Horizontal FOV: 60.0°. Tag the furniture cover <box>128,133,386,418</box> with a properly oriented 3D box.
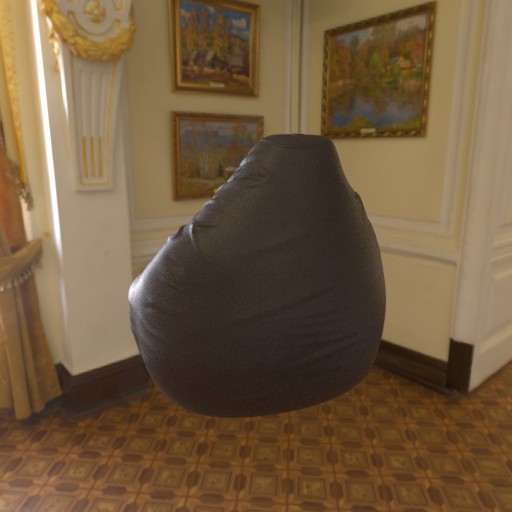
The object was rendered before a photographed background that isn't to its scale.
[{"bbox_3d":[0.000,0.000,1.896,1.070,0.990,1.070,-7,15,-26],"label":"furniture cover"}]
